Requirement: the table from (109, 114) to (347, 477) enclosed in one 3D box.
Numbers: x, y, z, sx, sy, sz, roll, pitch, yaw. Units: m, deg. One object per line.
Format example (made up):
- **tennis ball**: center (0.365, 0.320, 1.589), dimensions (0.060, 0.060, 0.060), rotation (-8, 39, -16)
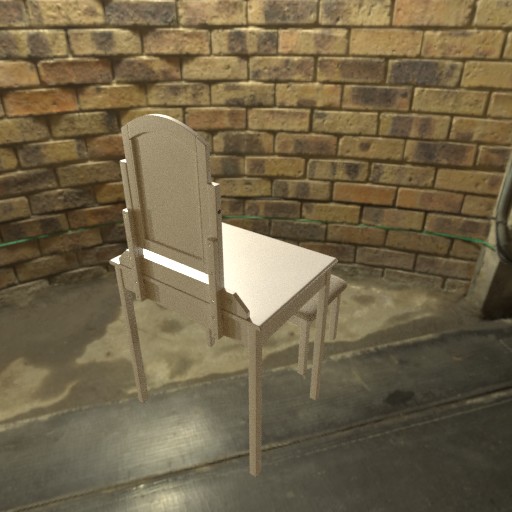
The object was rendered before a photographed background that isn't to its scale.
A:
- **table**: center (0.000, 0.000, 2.334), dimensions (0.876, 1.631, 1.211), rotation (19, 34, 30)
